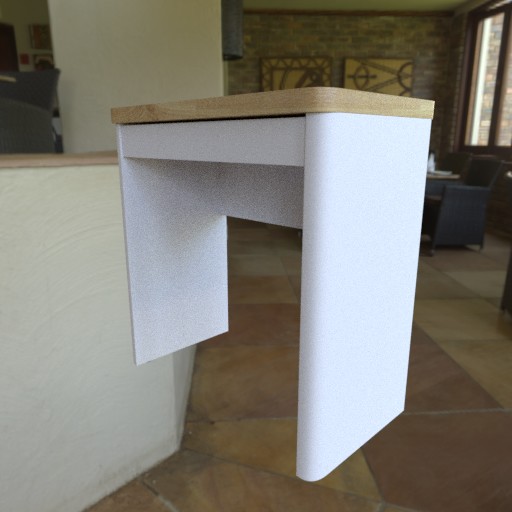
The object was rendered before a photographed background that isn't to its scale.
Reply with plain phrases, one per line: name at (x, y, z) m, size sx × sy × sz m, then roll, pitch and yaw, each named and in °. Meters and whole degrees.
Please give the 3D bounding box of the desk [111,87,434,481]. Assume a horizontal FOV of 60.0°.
desk at (0.000, 0.000, 1.227) m, size 0.440 × 0.790 × 0.760 m, roll -14°, pitch 20°, yaw -43°
